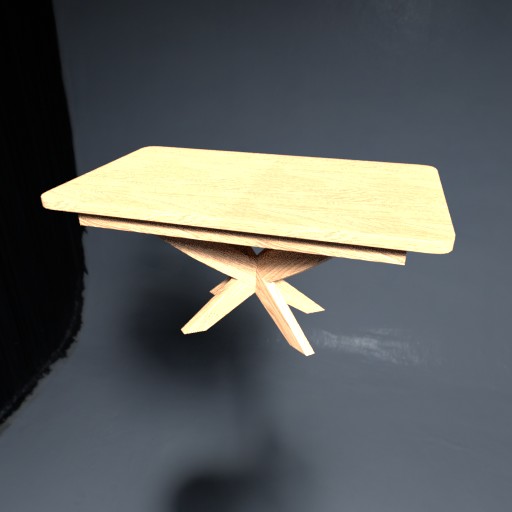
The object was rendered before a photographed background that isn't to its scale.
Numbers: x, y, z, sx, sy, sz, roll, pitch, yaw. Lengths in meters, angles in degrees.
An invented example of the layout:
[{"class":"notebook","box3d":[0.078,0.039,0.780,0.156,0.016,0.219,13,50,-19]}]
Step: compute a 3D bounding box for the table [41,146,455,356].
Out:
[{"class":"table","box3d":[0.000,0.000,2.179,1.600,0.770,0.950,7,28,14]}]
